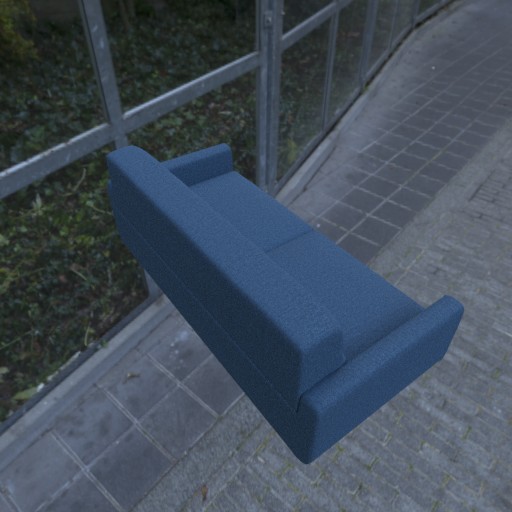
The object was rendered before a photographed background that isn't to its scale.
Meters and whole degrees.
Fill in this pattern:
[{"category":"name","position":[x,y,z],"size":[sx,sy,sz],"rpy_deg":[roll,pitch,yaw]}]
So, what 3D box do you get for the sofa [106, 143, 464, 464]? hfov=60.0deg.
[{"category":"sofa","position":[0.000,0.000,2.576],"size":[0.942,0.884,2.055],"rpy_deg":[-26,47,-27]}]
